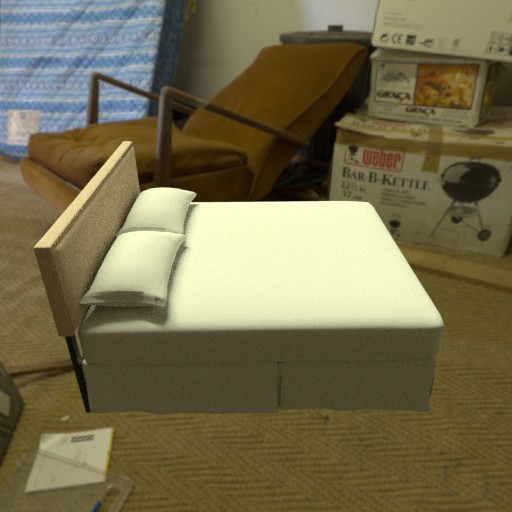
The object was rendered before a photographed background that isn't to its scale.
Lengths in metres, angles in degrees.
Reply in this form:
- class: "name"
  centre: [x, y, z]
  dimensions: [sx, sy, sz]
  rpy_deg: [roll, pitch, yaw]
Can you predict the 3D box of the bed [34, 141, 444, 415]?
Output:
- class: "bed"
  centre: [0.000, 0.000, 2.775]
  dimensions: [1.876, 1.016, 1.616]
  rpy_deg: [-1, 30, -1]
